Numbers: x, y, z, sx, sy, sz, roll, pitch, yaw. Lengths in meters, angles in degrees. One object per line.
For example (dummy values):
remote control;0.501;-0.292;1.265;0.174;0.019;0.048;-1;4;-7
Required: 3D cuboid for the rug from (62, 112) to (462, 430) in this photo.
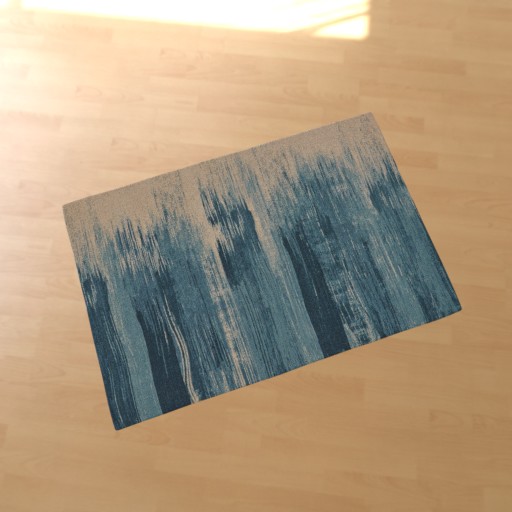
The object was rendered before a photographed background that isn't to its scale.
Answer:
rug;0.000;0.000;2.346;1.836;0.009;1.232;-18;75;-5
